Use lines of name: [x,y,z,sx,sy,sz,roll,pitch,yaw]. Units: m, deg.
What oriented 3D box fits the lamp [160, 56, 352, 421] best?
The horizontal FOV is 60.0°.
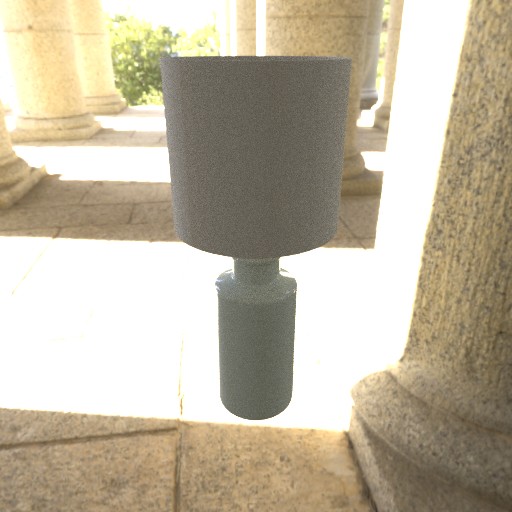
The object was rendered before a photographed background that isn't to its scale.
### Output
lamp: [0.000,0.000,0.603,0.212,0.493,0.212,-17,30,-32]
